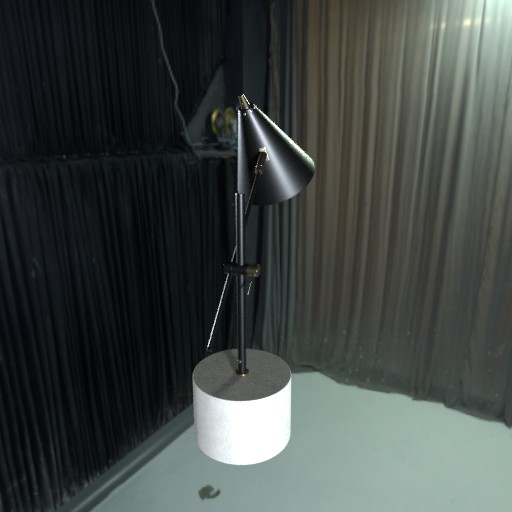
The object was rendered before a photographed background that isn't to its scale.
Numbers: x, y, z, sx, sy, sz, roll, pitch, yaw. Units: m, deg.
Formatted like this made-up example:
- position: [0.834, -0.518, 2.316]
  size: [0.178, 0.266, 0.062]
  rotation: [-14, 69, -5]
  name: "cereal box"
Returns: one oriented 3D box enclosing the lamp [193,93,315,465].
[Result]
- position: [0.000, 0.000, 0.740]
  size: [0.214, 0.518, 0.403]
  rotation: [8, 18, 26]
  name: "lamp"
